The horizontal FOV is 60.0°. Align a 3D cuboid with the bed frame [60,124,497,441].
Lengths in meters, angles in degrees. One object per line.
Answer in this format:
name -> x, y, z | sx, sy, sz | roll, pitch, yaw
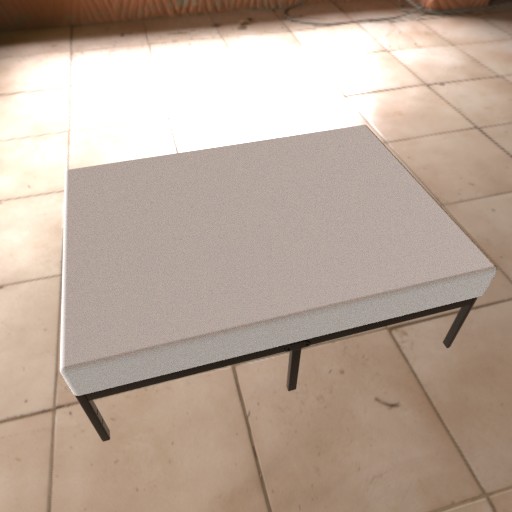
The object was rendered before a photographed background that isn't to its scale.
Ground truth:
bed frame -> 0.000, 0.000, 2.567 | 1.956, 0.659, 1.408 | -12, 46, -11
